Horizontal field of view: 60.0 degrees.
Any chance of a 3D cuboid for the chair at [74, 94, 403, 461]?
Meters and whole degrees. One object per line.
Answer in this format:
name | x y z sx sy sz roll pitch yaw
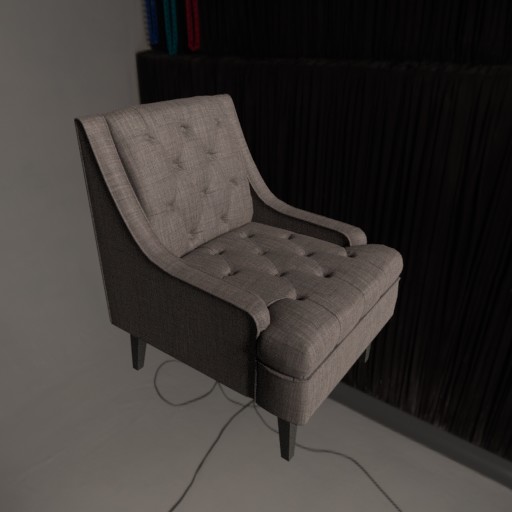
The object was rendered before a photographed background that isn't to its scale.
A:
chair | 0.000 0.000 1.415 0.771 0.891 0.655 18 32 32
